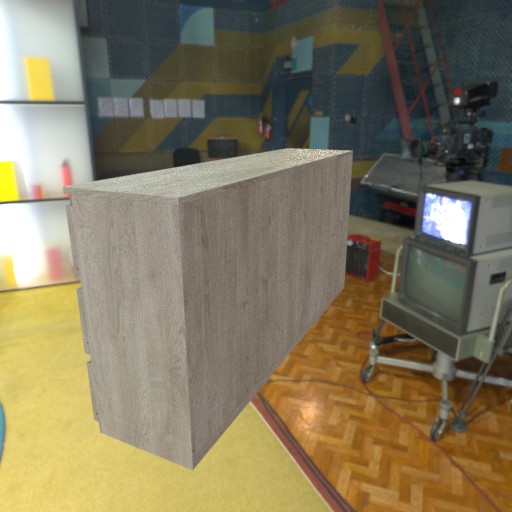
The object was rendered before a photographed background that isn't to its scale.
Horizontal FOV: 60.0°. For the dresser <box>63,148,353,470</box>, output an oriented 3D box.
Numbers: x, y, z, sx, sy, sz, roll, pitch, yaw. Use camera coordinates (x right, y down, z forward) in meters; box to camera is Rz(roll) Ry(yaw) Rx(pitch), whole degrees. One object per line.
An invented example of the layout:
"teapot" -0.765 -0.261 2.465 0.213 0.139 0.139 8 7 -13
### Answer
"dresser" 0.000 0.000 1.918 0.390 0.795 1.590 9 20 25
